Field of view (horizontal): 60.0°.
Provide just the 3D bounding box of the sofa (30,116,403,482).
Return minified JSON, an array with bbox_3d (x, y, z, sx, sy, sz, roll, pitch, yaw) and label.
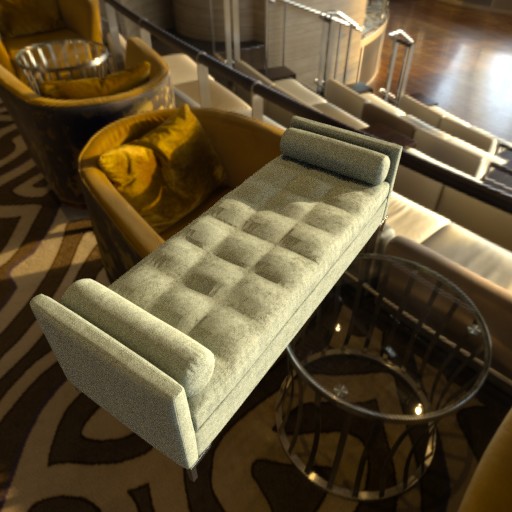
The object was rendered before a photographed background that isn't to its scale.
[{"bbox_3d":[0.000,0.000,2.441,0.797,0.657,2.102,25,48,25],"label":"sofa"}]
